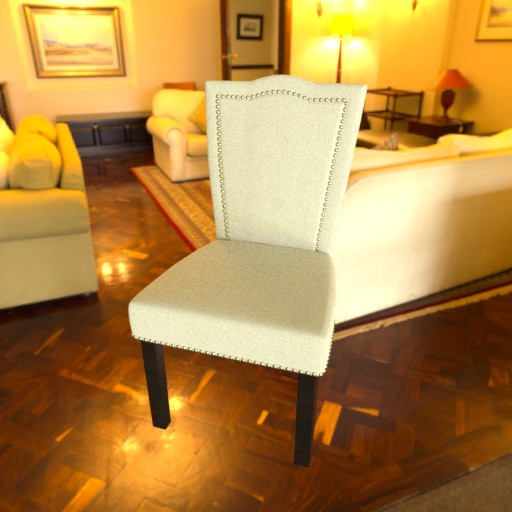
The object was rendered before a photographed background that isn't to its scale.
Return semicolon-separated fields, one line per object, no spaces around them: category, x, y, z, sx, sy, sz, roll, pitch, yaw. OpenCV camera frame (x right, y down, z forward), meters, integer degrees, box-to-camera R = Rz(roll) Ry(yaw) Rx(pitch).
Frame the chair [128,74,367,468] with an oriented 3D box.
chair;0.000;0.000;1.282;0.518;0.946;0.589;8;26;16
